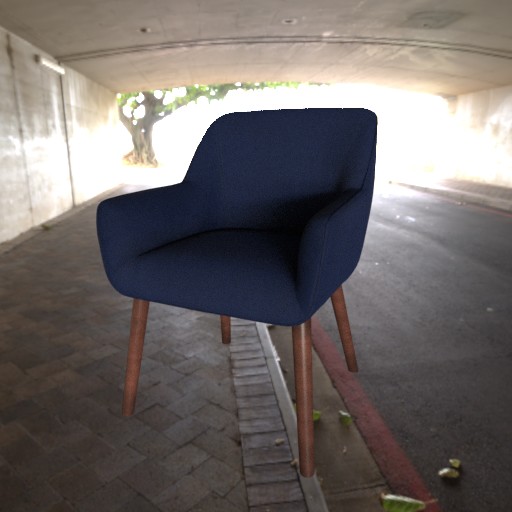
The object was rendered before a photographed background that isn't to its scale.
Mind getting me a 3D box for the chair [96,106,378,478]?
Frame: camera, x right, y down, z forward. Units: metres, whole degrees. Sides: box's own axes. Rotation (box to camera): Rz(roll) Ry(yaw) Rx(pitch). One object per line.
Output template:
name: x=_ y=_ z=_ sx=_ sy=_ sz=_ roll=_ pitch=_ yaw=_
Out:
chair: x=0.000 y=0.000 z=1.235 sx=0.600 sy=0.820 sz=0.600 roll=7 pitch=16 yaw=25
